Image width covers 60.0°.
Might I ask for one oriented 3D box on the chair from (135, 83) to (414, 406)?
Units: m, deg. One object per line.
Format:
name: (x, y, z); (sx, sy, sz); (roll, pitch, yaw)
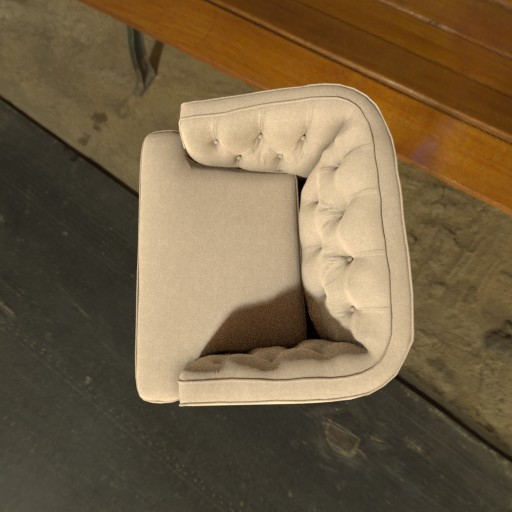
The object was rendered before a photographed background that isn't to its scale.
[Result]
chair: (0.000, 0.000, 1.774); (0.941, 0.852, 1.104); (-2, 76, 0)
